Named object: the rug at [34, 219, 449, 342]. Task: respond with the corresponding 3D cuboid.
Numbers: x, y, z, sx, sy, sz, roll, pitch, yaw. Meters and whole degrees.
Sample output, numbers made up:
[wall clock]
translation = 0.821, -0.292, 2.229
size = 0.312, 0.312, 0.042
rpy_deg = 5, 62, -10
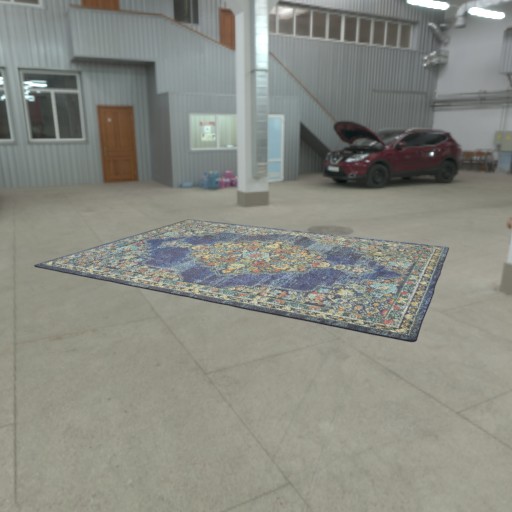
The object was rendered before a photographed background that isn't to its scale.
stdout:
[rug]
translation = 0.000, 0.000, 2.908
size = 2.232, 0.009, 1.630
rpy_deg = 8, 18, 26
